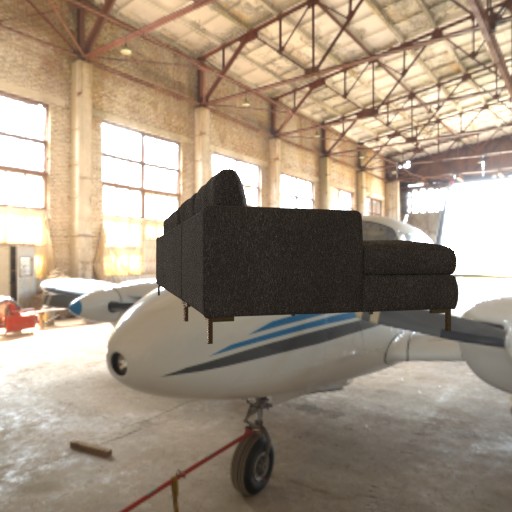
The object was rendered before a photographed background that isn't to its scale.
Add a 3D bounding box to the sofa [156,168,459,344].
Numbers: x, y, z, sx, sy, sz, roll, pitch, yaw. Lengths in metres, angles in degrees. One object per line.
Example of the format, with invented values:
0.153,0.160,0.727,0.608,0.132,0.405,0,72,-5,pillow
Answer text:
0.000,0.000,3.502,1.350,0.810,2.932,0,-1,-17,sofa
